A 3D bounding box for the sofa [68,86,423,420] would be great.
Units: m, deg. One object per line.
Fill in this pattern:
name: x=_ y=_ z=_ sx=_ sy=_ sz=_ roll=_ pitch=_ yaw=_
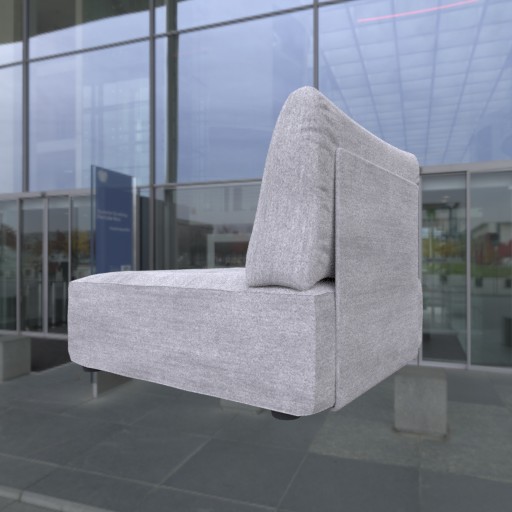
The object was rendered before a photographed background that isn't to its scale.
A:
sofa: x=0.000 y=0.000 z=1.683 sx=1.000 sy=0.820 sz=0.930 roll=0 pitch=0 yaw=35
